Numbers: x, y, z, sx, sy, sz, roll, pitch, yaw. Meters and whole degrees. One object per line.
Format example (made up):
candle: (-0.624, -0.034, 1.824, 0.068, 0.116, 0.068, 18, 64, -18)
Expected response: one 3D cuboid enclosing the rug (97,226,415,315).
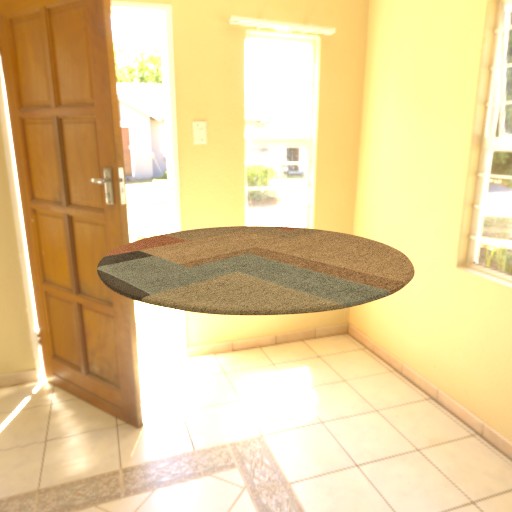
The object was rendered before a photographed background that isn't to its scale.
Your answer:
rug: (0.000, 0.000, 3.630, 2.461, 0.033, 2.461, 0, 15, 0)
